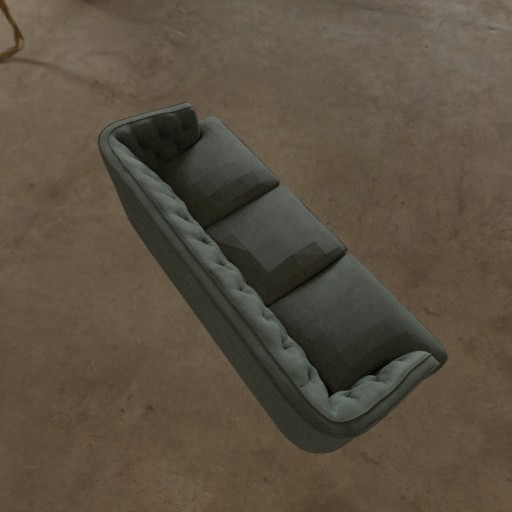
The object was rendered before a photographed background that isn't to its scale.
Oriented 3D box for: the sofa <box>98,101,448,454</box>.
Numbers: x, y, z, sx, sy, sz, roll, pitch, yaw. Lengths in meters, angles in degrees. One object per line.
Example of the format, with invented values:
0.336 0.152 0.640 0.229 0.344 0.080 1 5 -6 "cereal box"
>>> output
0.000 0.000 2.698 0.941 0.855 2.278 -33 65 -17 "sofa"
